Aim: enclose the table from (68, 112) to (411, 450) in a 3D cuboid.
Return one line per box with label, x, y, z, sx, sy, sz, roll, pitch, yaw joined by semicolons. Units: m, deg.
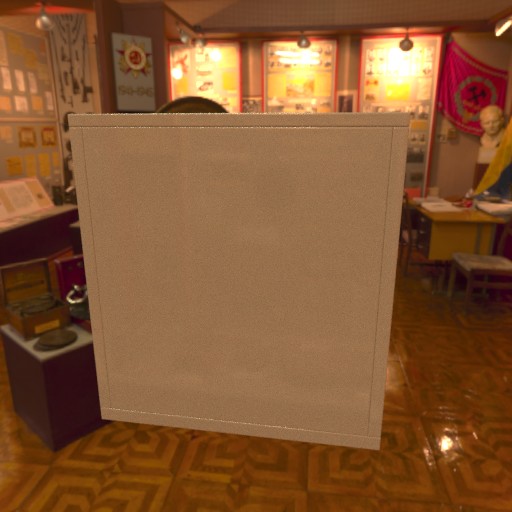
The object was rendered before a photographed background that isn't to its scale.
table;0.000;0.000;0.786;0.420;0.470;0.400;3;16;9
